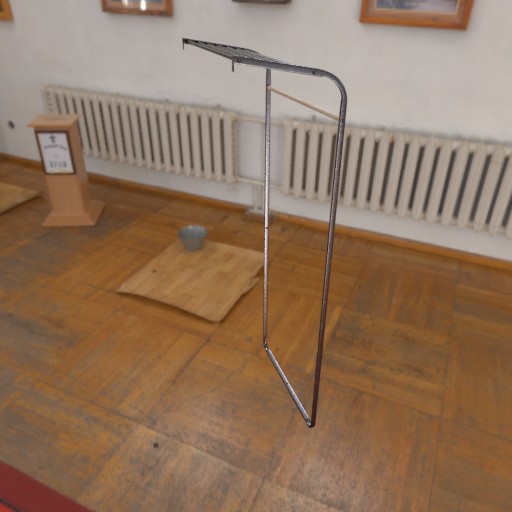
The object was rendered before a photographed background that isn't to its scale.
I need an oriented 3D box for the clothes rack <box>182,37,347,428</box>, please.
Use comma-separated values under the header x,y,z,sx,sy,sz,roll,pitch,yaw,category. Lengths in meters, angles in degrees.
x,y,z,sx,sy,sz,roll,pitch,yaw,category
0.000,0.000,1.812,0.349,1.574,0.609,-11,32,-17,clothes rack
